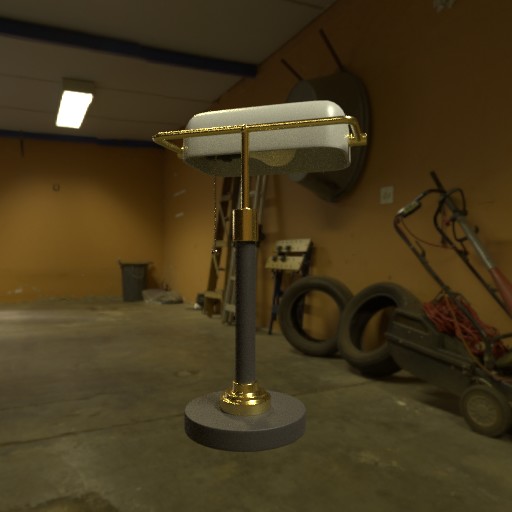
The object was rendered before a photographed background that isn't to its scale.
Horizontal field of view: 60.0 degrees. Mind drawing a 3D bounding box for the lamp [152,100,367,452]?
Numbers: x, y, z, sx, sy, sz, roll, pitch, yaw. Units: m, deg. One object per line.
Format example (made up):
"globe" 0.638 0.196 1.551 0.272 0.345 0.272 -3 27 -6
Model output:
"lamp" 0.000 0.000 0.567 0.269 0.404 0.227 0 0 18
